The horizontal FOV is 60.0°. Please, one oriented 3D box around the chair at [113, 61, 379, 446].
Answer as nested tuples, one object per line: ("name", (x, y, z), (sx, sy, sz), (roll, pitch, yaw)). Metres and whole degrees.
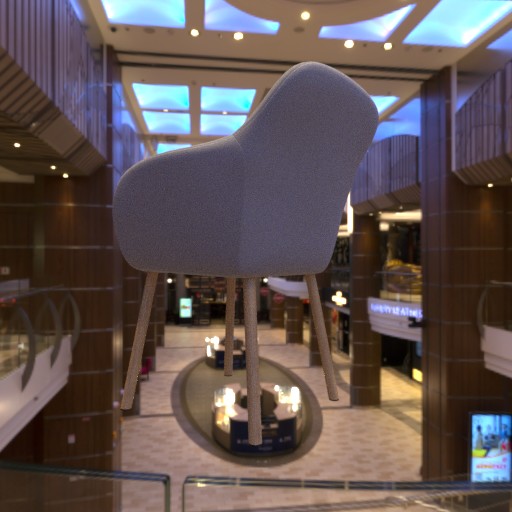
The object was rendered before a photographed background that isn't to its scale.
("chair", (0.000, 0.000, 1.214), (0.590, 0.830, 0.570), (0, 0, 36))
